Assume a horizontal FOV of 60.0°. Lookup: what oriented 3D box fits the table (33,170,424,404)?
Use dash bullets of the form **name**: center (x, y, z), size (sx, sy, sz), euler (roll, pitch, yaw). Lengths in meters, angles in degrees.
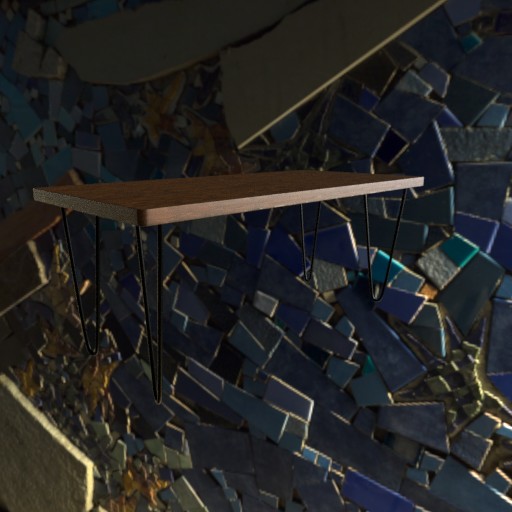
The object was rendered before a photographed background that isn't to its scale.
- **table**: center (0.000, 0.000, 2.265), size (1.791, 0.753, 0.883), euler (-14, 20, -43)
